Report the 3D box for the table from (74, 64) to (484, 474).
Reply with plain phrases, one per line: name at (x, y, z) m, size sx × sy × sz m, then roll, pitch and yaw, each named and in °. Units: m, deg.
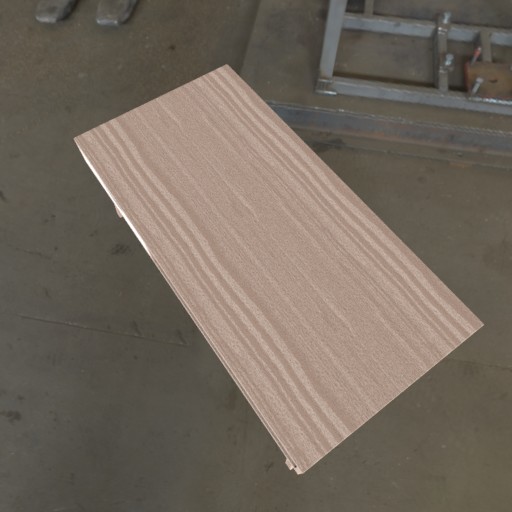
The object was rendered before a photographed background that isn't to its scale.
table at (0.000, 0.000, 1.493) m, size 0.600 × 0.450 × 1.200 m, roll -32°, pitch 67°, yaw -15°
